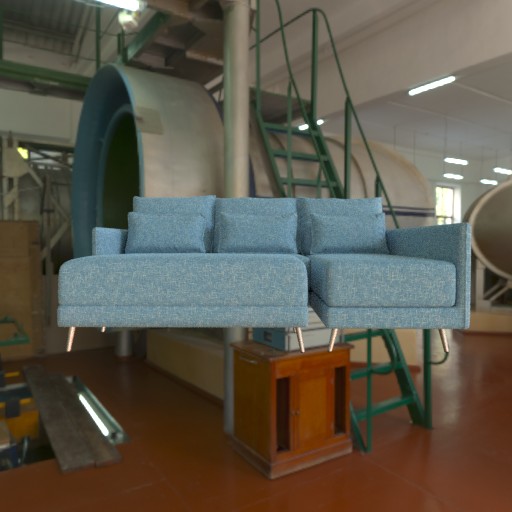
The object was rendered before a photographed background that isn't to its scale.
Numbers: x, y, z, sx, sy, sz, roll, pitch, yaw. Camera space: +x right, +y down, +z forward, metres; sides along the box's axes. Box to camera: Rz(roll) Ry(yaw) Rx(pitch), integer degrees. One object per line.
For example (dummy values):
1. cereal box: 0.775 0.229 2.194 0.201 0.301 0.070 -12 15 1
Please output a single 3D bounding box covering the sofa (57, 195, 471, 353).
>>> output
1. sofa: 0.000 0.000 2.775 2.034 0.899 1.420 0 2 1
